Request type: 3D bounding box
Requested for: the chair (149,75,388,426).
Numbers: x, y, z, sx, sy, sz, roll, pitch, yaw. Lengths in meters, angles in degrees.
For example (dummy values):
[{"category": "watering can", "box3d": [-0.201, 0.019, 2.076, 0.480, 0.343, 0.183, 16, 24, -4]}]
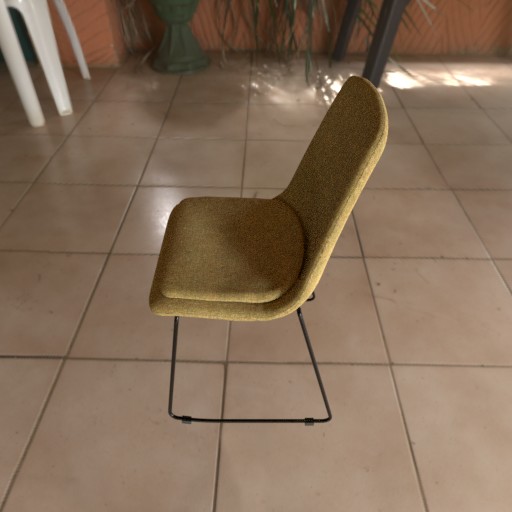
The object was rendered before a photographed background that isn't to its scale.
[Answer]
[{"category": "chair", "box3d": [0.000, 0.000, 1.146, 0.496, 0.849, 0.479, 0, 41, 0]}]
